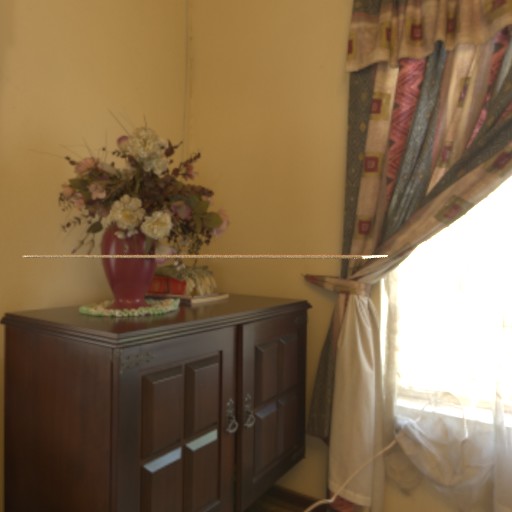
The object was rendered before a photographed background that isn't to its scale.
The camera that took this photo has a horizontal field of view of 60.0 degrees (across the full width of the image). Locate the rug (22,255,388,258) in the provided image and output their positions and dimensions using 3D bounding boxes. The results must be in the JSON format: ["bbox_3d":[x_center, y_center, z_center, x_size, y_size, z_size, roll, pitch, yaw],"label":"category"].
[{"bbox_3d":[0.000,0.000,2.870,1.555,0.011,2.232,0,0,19],"label":"rug"}]
